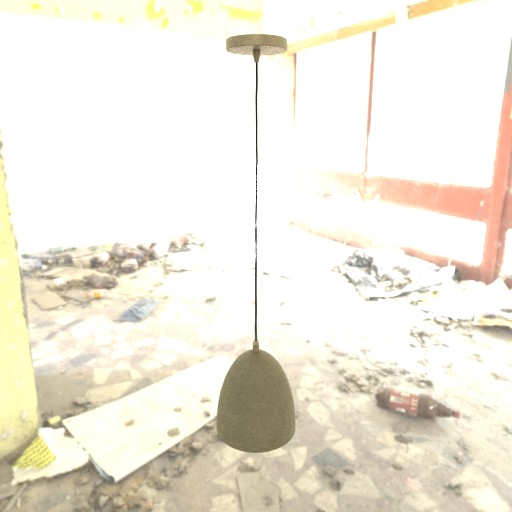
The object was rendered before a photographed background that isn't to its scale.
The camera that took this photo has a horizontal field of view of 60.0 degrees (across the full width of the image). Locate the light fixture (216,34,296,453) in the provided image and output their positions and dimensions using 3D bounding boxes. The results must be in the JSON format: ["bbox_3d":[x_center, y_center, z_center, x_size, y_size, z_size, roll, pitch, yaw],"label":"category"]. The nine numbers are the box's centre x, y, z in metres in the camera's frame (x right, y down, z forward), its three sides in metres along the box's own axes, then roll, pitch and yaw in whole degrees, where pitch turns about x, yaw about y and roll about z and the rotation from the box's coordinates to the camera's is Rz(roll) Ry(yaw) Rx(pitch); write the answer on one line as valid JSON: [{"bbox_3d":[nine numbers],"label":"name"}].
[{"bbox_3d":[0.000,0.000,0.854,0.170,0.759,0.170,-2,16,-8],"label":"light fixture"}]
